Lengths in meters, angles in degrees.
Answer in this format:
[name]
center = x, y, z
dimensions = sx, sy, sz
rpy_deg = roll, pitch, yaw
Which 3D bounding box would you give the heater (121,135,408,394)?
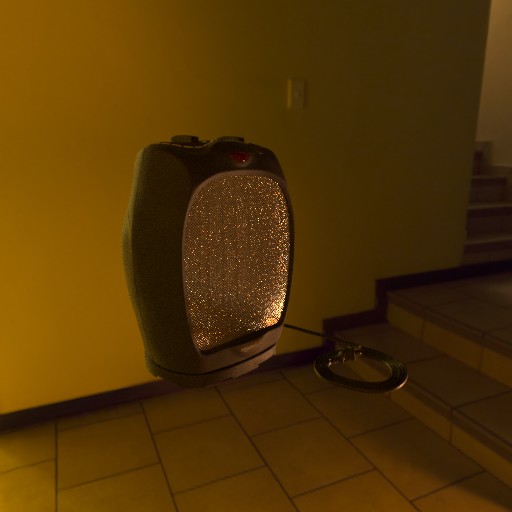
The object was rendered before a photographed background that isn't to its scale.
[heater]
center = 0.000, 0.000, 0.484
dimensions = 0.239, 0.255, 0.291
rpy_deg = -13, 19, -42
